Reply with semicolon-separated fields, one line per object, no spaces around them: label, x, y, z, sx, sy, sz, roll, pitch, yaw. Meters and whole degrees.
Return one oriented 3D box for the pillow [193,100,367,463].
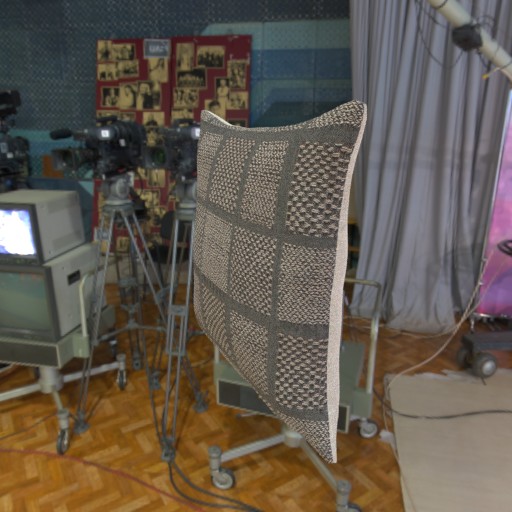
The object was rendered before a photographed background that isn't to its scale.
pillow;0.000;0.000;0.674;0.138;0.432;0.435;-9;19;-26
